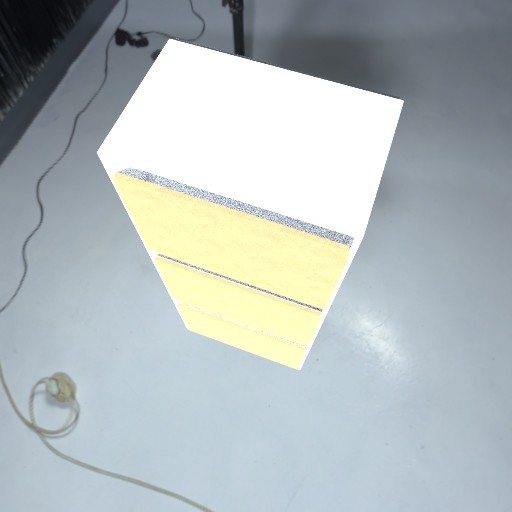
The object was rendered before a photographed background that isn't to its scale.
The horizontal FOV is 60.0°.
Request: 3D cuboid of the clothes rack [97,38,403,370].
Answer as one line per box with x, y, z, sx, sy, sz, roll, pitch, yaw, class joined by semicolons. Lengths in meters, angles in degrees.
0.000;0.000;1.378;0.500;1.187;0.330;18;66;8;clothes rack
